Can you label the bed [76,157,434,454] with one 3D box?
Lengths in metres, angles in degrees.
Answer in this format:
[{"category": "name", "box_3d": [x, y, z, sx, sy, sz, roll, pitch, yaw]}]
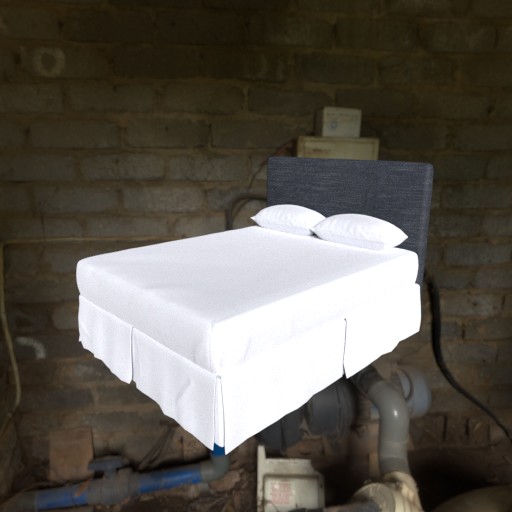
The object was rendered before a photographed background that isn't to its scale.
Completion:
[{"category": "bed", "box_3d": [0.000, 0.000, 3.252, 2.142, 1.330, 1.723, -14, 20, -42]}]
